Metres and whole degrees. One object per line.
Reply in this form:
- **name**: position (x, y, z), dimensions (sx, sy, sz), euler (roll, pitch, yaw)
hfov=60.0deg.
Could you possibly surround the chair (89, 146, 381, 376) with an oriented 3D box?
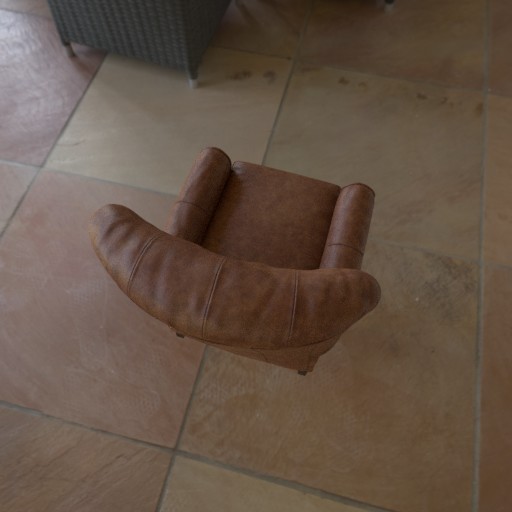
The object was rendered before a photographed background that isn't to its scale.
- **chair**: position (0.000, 0.000, 1.919), dimensions (0.951, 1.164, 1.059), euler (15, 64, 8)
